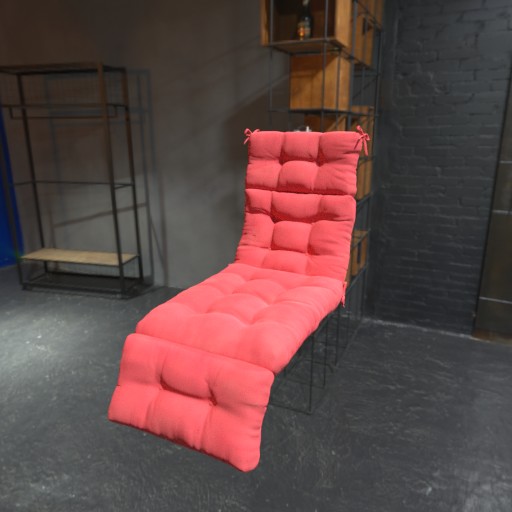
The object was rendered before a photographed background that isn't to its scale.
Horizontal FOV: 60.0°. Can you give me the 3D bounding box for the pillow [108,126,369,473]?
[{"bbox_3d":[0.000,0.000,1.521,0.526,0.863,1.016,8,18,26],"label":"pillow"}]
